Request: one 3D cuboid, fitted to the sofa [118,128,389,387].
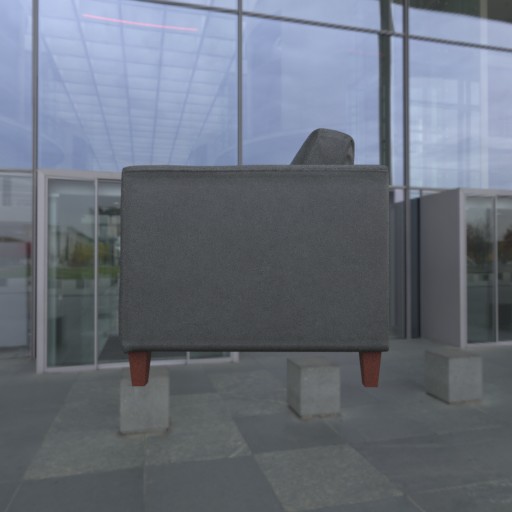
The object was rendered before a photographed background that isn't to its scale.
[{"bbox_3d":[0.000,0.000,2.418,0.951,0.933,1.883,0,-1,1],"label":"sofa"}]
